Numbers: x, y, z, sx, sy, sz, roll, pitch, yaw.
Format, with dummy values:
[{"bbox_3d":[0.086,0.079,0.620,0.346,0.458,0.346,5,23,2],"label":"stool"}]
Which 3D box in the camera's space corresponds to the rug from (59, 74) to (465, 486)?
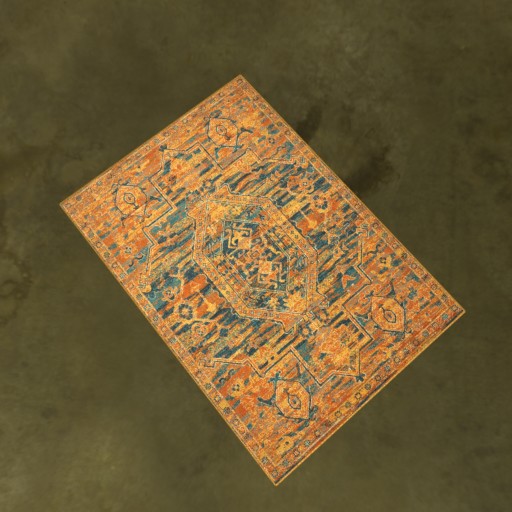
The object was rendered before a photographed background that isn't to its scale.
[{"bbox_3d":[0.000,0.000,3.740,2.043,0.019,2.916,-39,79,-9],"label":"rug"}]
